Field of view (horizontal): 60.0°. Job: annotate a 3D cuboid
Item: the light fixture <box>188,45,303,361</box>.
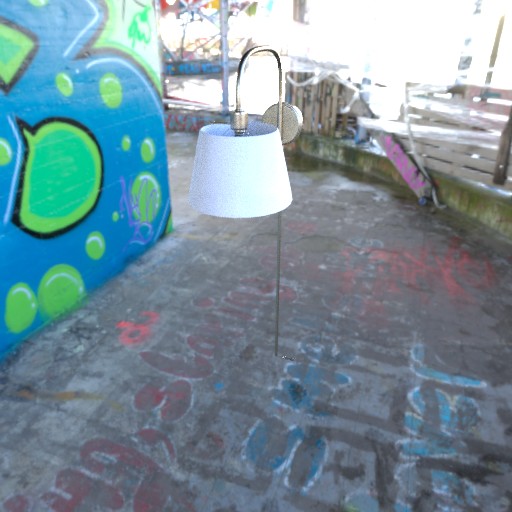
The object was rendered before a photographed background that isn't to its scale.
[{"bbox_3d":[0.000,0.000,0.466,0.092,0.399,0.176,9,28,17],"label":"light fixture"}]
